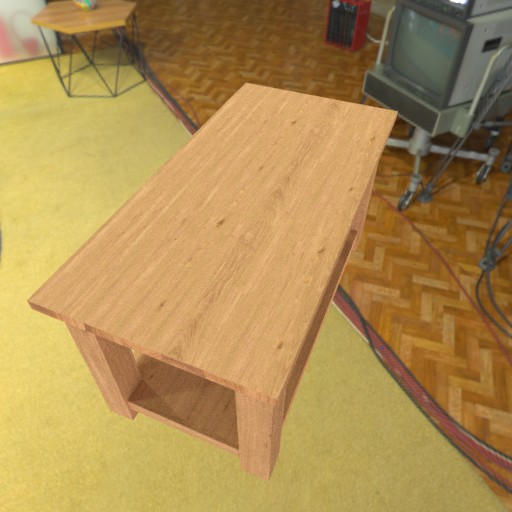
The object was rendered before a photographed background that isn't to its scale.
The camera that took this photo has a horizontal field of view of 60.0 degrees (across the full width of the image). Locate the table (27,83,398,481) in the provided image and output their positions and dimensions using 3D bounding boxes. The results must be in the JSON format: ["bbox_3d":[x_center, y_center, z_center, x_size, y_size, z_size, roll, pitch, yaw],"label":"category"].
[{"bbox_3d":[0.000,0.000,1.129,0.450,0.452,0.899,17,48,16],"label":"table"}]
